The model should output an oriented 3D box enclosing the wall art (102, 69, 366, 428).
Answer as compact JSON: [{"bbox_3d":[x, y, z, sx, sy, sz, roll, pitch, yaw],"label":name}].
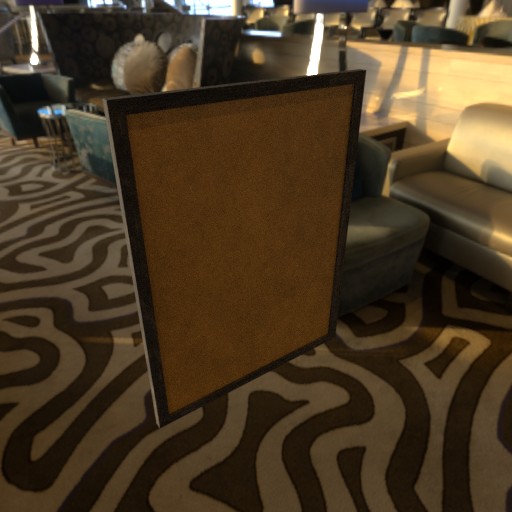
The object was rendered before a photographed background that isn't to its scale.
[{"bbox_3d":[0.000,0.000,1.441,0.812,1.066,0.029,-19,35,-30],"label":"wall art"}]
